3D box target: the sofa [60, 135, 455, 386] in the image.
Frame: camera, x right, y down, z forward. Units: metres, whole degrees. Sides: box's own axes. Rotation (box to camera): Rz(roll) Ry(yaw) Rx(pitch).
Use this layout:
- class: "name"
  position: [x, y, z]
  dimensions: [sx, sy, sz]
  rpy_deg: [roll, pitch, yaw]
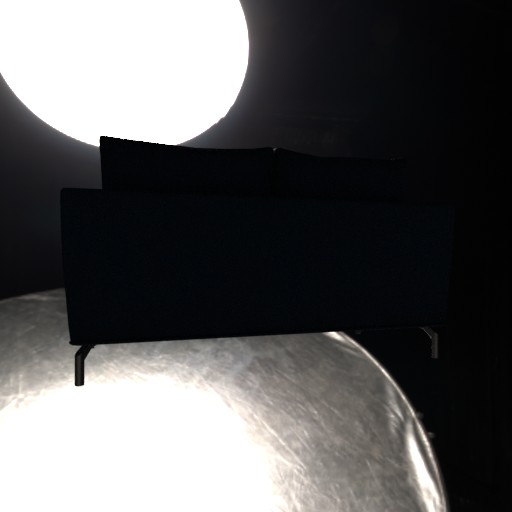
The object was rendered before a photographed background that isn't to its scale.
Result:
- class: "sofa"
  position: [0.000, 0.000, 2.278]
  dimensions: [1.770, 1.002, 0.853]
  rpy_deg: [0, 0, -17]
